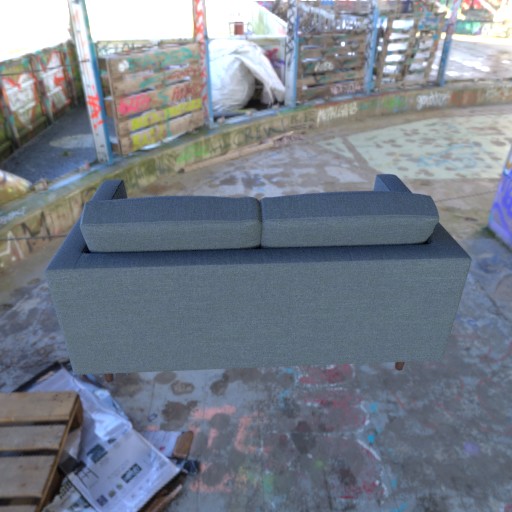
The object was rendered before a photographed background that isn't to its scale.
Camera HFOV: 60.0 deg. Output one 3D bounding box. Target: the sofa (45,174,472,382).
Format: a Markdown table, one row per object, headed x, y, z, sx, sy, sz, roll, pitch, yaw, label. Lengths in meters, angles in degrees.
| x | y | z | sx | sy | sz | roll | pitch | yaw | label |
| --- | --- | --- | --- | --- | --- | --- | --- | --- | --- |
| 0.000 | 0.000 | 2.265 | 1.659 | 0.907 | 0.999 | -2 | 31 | -3 | sofa |
